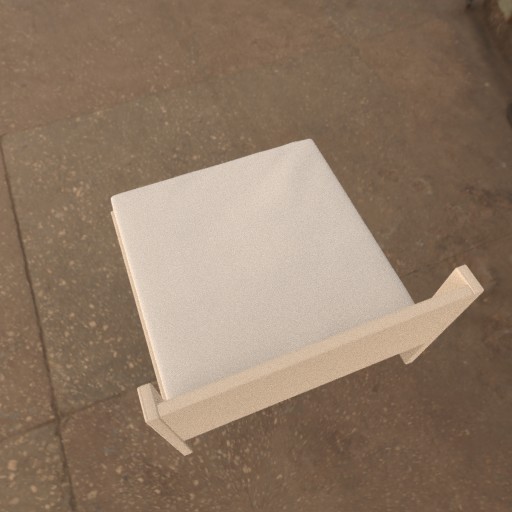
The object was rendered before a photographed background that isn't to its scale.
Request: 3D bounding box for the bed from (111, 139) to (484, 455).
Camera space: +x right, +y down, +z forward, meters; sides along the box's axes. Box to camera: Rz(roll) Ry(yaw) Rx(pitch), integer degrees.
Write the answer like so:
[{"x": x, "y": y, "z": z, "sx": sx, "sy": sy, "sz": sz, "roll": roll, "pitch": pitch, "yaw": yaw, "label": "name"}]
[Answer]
[{"x": 0.000, "y": 0.000, "z": 3.692, "sx": 2.145, "sy": 1.471, "sz": 2.293, "roll": -19, "pitch": 61, "yaw": -11, "label": "bed"}]
